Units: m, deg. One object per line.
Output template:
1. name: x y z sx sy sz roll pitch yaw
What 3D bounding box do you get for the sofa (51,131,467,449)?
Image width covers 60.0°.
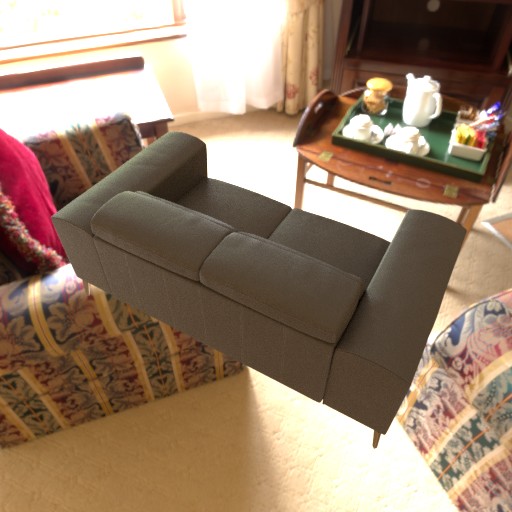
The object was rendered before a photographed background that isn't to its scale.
1. sofa: 0.000 0.000 2.397 1.895 0.779 1.003 22 50 20
